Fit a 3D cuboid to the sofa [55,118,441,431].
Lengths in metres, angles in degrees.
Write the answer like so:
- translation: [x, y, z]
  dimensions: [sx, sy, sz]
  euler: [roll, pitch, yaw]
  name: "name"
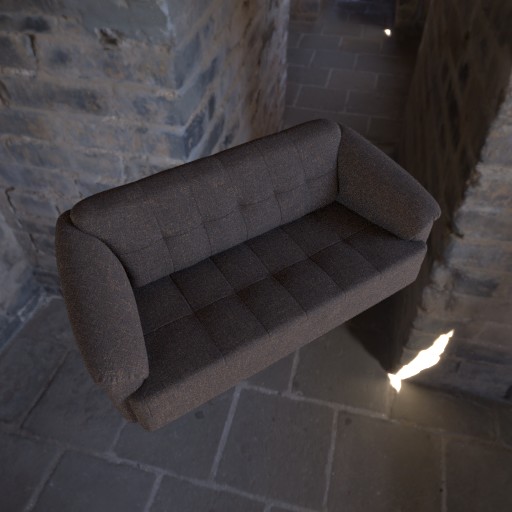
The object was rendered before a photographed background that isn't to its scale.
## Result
- translation: [0.000, 0.000, 2.266]
  dimensions: [1.849, 0.790, 0.887]
  euler: [-25, 51, -22]
  name: "sofa"
